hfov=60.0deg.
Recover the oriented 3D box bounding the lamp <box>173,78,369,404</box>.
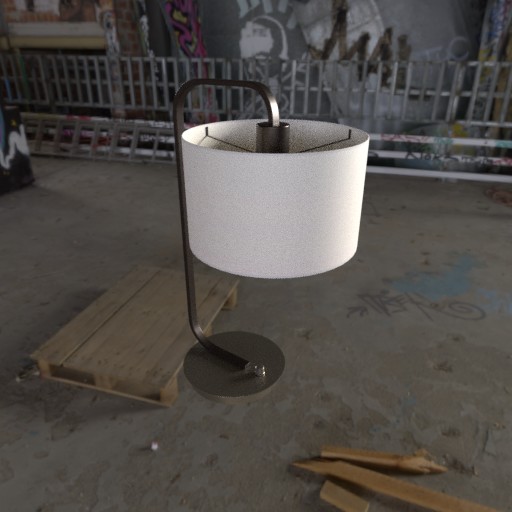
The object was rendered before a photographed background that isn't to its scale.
[{"bbox_3d":[0.000,0.000,0.644,0.288,0.473,0.230,18,31,32],"label":"lamp"}]
